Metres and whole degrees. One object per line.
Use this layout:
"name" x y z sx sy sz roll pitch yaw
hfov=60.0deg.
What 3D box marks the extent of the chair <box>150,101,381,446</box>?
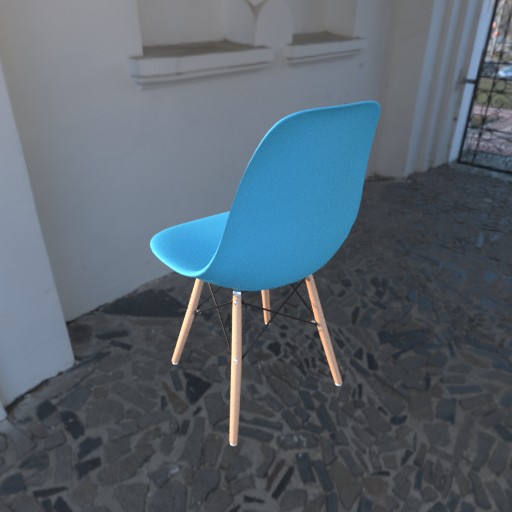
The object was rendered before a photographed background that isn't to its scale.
"chair" 0.000 0.000 1.141 0.470 0.826 0.531 -18 34 -29
